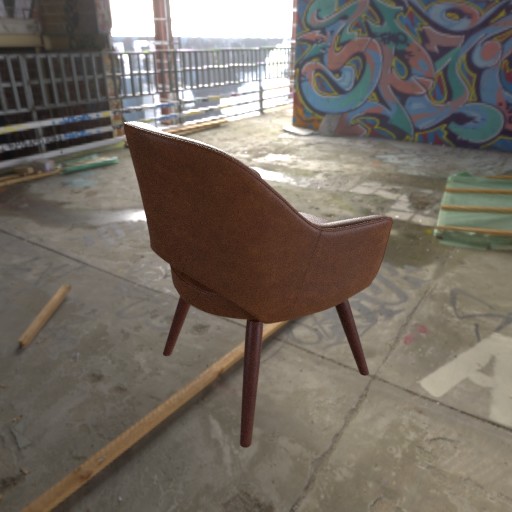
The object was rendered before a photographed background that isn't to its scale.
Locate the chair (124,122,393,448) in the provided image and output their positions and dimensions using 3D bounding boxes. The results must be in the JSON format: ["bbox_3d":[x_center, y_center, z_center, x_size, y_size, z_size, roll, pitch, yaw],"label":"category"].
[{"bbox_3d":[0.000,0.000,1.238,0.640,0.777,0.591,-18,31,-32],"label":"chair"}]
